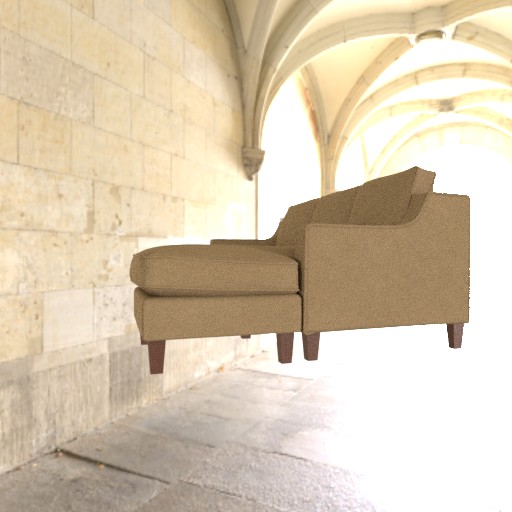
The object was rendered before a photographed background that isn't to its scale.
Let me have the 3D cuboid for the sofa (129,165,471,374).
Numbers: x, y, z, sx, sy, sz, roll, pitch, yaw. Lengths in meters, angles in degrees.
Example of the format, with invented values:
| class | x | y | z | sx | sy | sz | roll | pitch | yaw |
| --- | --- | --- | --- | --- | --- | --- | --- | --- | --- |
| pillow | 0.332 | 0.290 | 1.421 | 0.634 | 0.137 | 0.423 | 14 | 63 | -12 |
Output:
| class | x | y | z | sx | sy | sz | roll | pitch | yaw |
| --- | --- | --- | --- | --- | --- | --- | --- | --- | --- |
| sofa | 0.000 | 0.000 | 3.310 | 1.858 | 1.066 | 2.317 | 0 | 0 | -18 |
